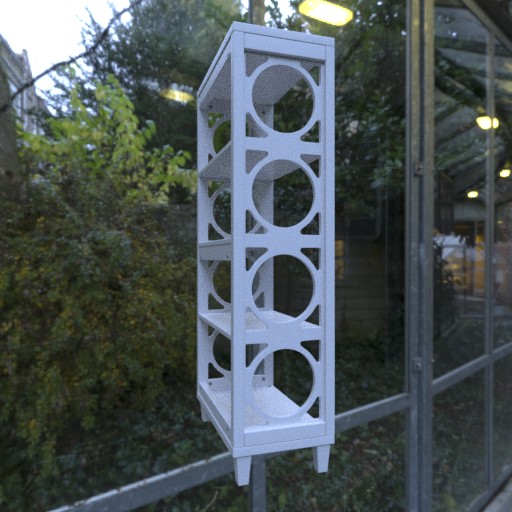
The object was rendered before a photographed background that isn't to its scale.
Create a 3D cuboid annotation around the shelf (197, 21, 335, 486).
[{"bbox_3d":[0.000,0.000,1.672,0.340,1.411,0.611,0,0,-18],"label":"shelf"}]
